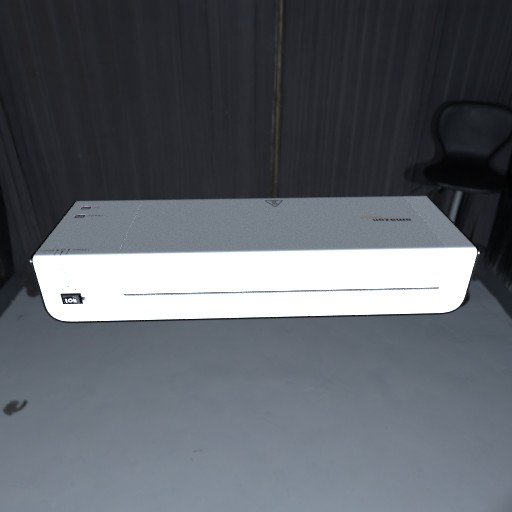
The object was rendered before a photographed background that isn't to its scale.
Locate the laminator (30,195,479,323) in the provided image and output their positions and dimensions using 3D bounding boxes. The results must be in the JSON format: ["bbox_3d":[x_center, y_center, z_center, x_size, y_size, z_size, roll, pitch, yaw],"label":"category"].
[{"bbox_3d":[0.000,0.000,0.392,0.340,0.062,0.123,-1,30,-2],"label":"laminator"}]
